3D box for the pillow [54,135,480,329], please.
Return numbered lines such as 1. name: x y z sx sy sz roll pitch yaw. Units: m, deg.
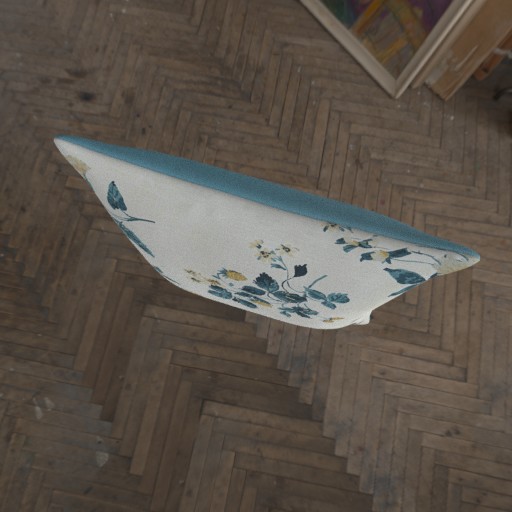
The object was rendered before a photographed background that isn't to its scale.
1. pillow: 0.000 0.000 0.760 0.526 0.507 0.166 16 75 4
